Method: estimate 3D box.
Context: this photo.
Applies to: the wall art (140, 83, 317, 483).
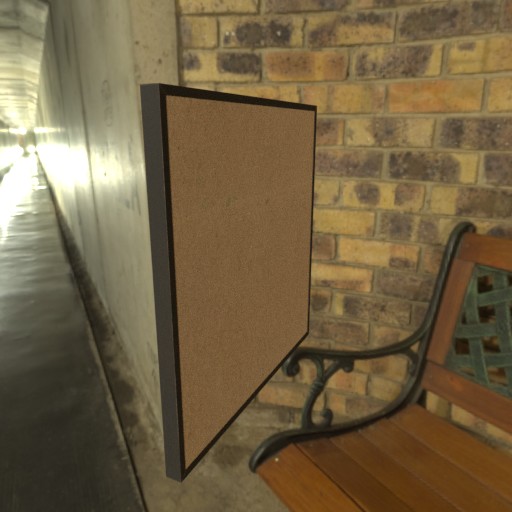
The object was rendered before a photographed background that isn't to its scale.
[{"bbox_3d":[0.000,0.000,1.134,0.038,0.762,0.762,8,18,25],"label":"wall art"}]
